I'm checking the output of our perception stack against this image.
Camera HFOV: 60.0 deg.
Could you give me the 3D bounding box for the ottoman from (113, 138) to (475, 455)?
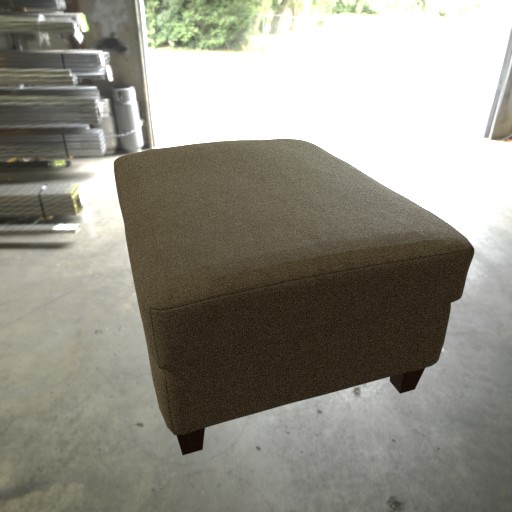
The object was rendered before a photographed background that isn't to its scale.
[{"bbox_3d":[0.000,0.000,1.264,0.692,0.511,0.889,-10,31,-16],"label":"ottoman"}]
